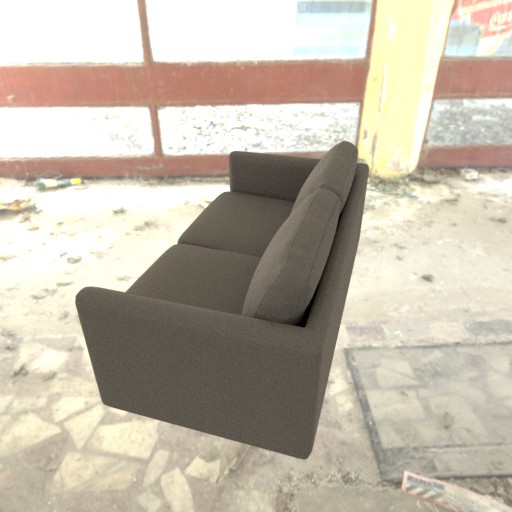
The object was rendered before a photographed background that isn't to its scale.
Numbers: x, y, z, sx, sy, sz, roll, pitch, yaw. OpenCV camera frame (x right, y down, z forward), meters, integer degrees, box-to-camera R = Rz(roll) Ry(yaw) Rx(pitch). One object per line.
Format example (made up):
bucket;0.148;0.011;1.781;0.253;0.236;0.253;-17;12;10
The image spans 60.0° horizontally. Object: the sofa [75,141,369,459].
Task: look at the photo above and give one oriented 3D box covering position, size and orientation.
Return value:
sofa;0.000;0.000;2.271;0.940;0.866;1.713;9;32;15
